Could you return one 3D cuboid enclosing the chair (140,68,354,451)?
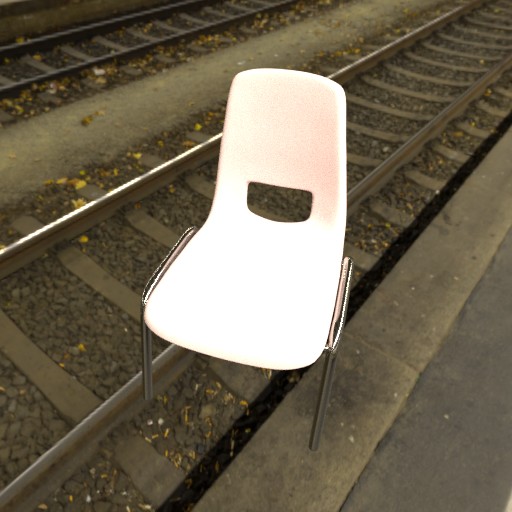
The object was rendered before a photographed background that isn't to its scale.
[{"bbox_3d":[0.000,0.000,0.800,0.354,0.537,0.385,12,43,13],"label":"chair"}]
